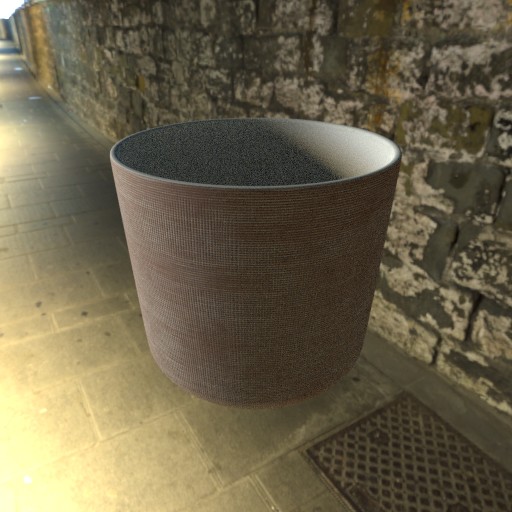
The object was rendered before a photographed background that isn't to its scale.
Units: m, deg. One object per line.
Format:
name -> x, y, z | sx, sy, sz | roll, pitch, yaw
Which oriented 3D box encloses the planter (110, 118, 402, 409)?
planter -> 0.000, 0.000, 0.785 | 0.440, 0.398, 0.440 | 0, 27, 0
